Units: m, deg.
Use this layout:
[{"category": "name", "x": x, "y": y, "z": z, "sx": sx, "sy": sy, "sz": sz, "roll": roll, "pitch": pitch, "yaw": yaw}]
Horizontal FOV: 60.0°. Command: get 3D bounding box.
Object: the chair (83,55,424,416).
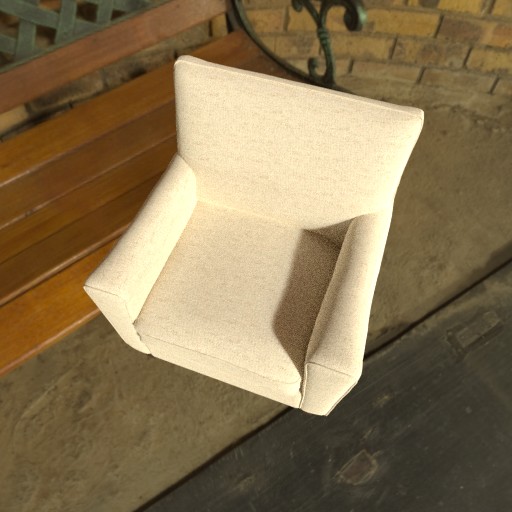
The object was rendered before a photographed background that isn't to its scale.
[{"category": "chair", "x": 0.000, "y": 0.000, "z": 1.602, "sx": 0.870, "sy": 0.943, "sz": 0.823, "roll": 17, "pitch": 60, "yaw": 10}]
